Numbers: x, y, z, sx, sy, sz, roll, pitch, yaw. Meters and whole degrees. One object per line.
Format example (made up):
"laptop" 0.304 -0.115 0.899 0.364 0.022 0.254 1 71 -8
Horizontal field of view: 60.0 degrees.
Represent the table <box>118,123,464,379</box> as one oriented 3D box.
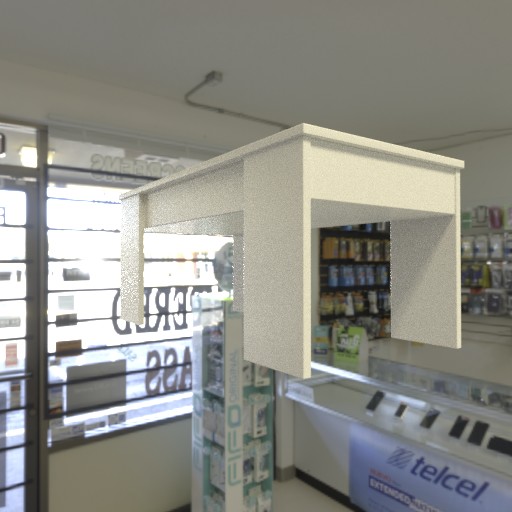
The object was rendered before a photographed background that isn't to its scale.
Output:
"table" 0.000 0.000 1.307 0.500 0.440 1.000 1 -1 -35
